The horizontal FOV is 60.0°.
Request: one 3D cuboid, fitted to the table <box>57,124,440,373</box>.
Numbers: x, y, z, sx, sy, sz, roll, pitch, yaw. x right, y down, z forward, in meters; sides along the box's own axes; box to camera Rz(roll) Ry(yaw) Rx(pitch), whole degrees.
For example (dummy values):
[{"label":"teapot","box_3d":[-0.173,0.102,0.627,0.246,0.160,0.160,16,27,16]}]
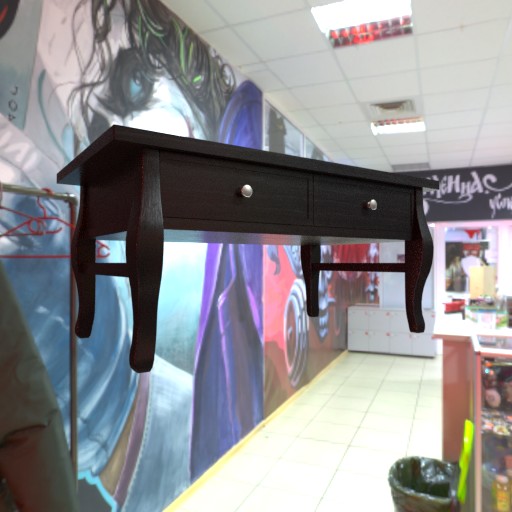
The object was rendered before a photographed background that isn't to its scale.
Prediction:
[{"label":"table","box_3d":[0.000,0.000,1.394,1.062,0.494,0.600,1,-1,-34]}]
